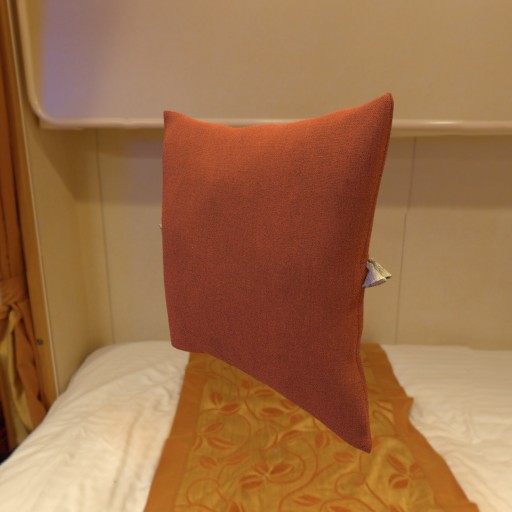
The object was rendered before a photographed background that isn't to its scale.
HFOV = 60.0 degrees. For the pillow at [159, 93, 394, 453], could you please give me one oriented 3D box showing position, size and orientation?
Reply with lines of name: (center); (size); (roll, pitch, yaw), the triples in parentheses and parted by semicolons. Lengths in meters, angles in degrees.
pillow: (0.000, 0.000, 0.742); (0.165, 0.482, 0.490); (-14, 20, -43)
